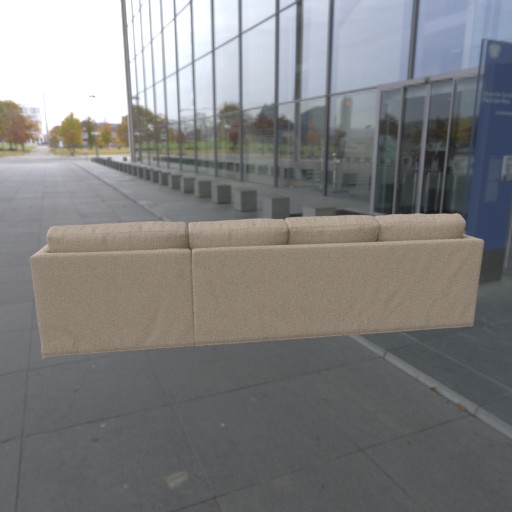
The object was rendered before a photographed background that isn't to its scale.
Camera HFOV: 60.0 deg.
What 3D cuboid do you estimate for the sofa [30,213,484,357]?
[{"bbox_3d":[0.000,0.000,3.857,3.177,0.867,1.622,-2,14,-9],"label":"sofa"}]
